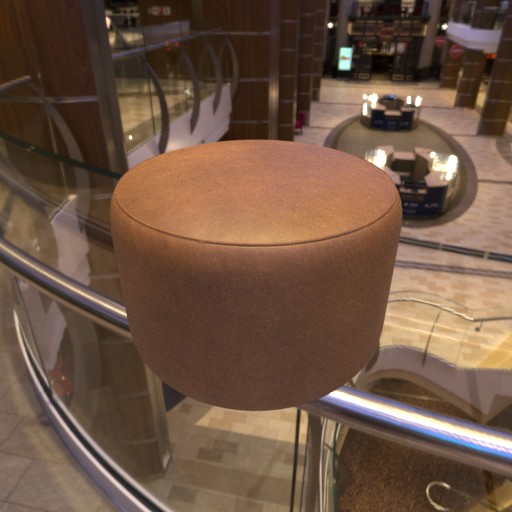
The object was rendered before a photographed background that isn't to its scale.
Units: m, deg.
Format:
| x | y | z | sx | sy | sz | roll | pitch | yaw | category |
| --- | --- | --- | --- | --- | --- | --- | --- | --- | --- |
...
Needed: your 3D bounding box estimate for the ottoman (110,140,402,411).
| x | y | z | sx | sy | sz | roll | pitch | yaw | category |
| --- | --- | --- | --- | --- | --- | --- | --- | --- | --- |
| 0.000 | 0.000 | 1.022 | 0.607 | 0.438 | 0.607 | 0 | 30 | 0 | ottoman |
